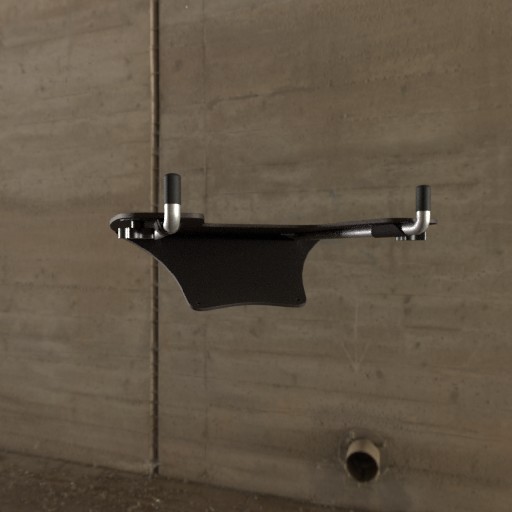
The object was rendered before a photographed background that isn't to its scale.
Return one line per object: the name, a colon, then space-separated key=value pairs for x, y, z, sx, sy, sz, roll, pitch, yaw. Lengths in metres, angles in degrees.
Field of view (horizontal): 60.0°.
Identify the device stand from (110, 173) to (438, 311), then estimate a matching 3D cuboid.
device stand: x=0.000 y=0.000 z=0.365 sx=0.230 sy=0.092 sz=0.230 roll=0 pitch=1 yaw=-16
